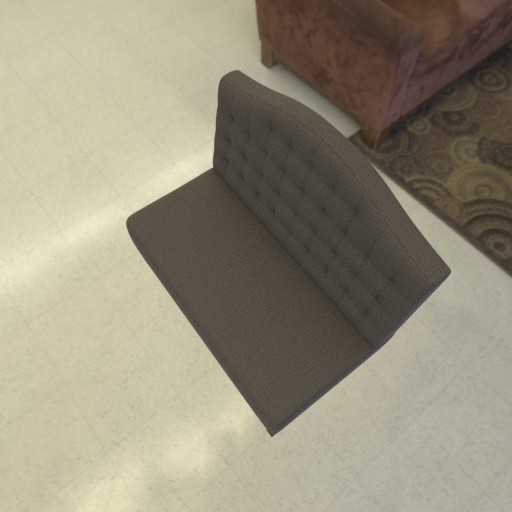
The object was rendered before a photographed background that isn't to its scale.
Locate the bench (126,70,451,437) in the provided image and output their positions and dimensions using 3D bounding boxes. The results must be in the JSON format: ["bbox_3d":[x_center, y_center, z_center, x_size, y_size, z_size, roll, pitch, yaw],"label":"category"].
[{"bbox_3d":[0.000,0.000,2.116,0.815,1.180,1.335,-34,67,-16],"label":"bench"}]
